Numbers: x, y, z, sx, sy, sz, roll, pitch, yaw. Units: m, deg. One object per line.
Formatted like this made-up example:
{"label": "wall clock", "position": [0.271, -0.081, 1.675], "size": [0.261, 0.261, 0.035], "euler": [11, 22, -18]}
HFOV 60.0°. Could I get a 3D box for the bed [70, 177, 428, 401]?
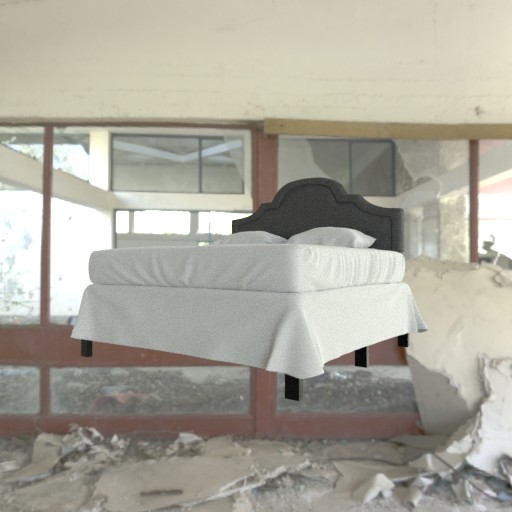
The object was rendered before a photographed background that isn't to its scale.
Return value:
{"label": "bed", "position": [0.000, 0.000, 3.812], "size": [2.303, 1.631, 2.222], "euler": [-1, -1, 36]}
